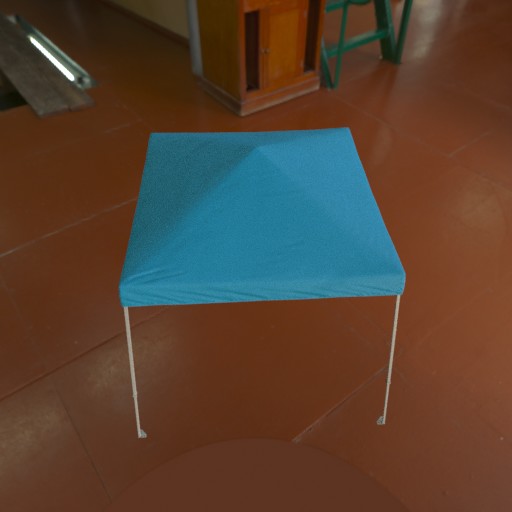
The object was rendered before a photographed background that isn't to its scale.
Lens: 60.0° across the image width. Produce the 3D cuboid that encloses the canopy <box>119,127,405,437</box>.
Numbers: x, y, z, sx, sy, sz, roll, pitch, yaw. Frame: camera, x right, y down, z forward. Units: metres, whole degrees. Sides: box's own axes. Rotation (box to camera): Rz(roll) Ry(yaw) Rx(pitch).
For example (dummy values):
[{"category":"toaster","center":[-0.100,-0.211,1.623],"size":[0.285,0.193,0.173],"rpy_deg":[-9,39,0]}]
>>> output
[{"category":"canopy","center":[0.000,0.000,5.066],"size":[2.849,2.849,2.848],"rpy_deg":[-2,46,-2]}]
